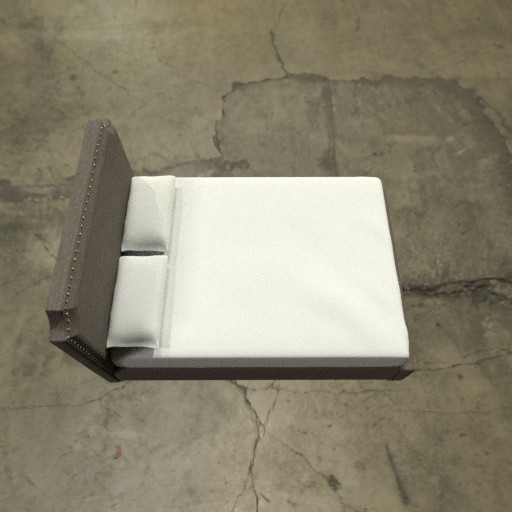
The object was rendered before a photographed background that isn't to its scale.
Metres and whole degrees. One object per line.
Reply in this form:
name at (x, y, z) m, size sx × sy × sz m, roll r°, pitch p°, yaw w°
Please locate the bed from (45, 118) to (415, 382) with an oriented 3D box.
bed at (0.000, 0.000, 3.452) m, size 2.381 × 1.457 × 1.713 m, roll 0°, pitch 63°, yaw 0°
